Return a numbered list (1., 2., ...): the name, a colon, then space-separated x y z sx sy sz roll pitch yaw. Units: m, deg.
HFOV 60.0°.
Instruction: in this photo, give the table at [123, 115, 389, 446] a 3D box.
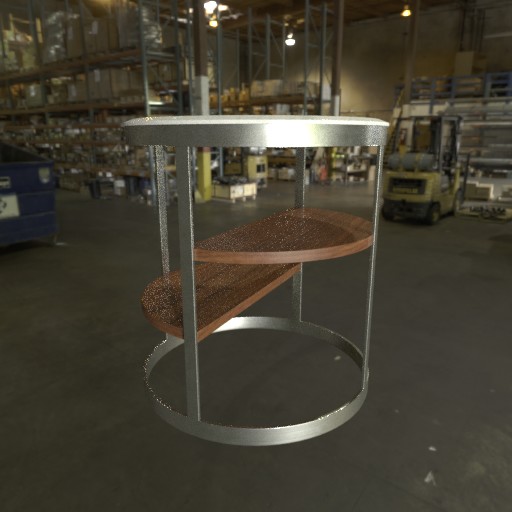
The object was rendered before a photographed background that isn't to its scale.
1. table: 0.000 0.000 0.762 0.407 0.447 0.407 0 15 0
